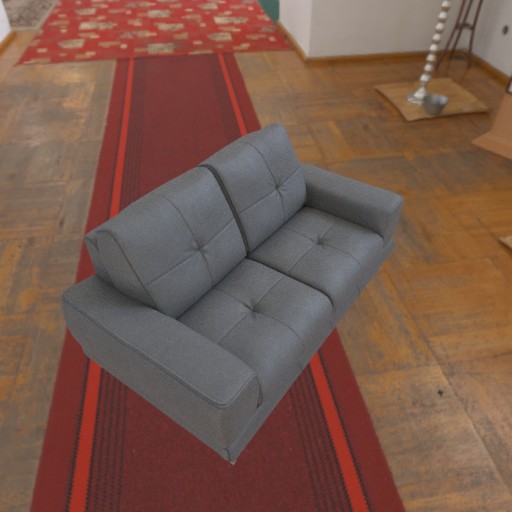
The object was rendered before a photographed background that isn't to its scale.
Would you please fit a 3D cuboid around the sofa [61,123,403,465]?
[{"bbox_3d":[0.000,0.000,2.424,1.018,0.907,1.806,25,47,26],"label":"sofa"}]
